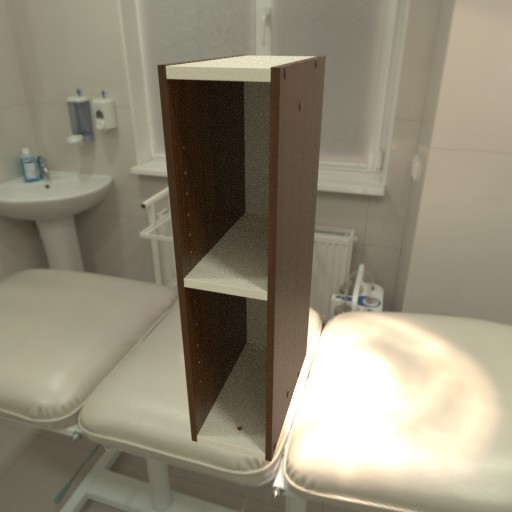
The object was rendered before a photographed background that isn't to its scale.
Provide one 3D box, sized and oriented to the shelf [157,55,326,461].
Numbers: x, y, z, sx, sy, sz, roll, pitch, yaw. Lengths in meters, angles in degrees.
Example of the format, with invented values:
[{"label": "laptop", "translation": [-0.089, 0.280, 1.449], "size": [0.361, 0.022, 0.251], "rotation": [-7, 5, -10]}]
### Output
[{"label": "shelf", "translation": [0.000, 0.000, 0.740], "size": [0.147, 0.600, 0.290], "rotation": [8, 28, 16]}]
